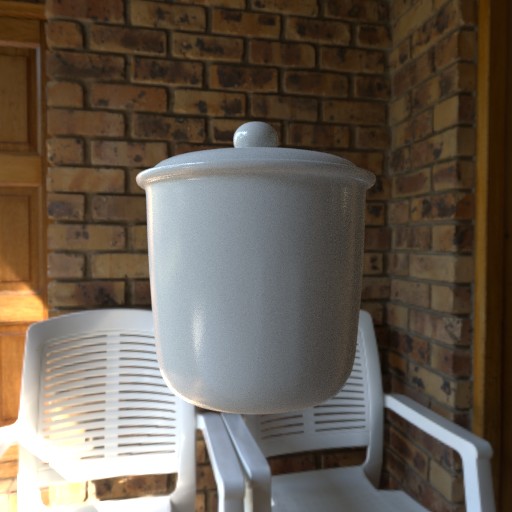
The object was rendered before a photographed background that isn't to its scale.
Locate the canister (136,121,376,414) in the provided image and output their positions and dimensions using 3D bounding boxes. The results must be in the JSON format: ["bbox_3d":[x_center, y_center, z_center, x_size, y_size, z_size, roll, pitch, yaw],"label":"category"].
[{"bbox_3d":[0.000,0.000,0.349,0.182,0.208,0.182,0,1,0],"label":"canister"}]
